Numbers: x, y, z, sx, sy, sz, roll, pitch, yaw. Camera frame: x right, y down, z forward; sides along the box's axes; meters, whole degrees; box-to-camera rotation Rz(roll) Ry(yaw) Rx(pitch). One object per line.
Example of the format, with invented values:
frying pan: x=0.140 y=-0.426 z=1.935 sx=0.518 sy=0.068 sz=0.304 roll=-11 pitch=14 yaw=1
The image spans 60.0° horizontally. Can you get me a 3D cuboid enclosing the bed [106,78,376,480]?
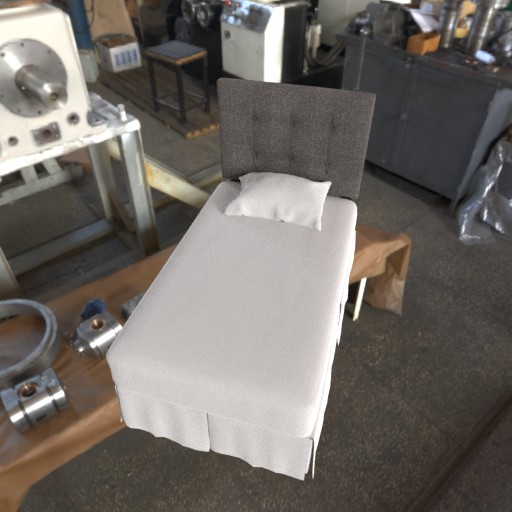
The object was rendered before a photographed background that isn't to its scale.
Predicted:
bed: x=0.000 y=0.000 z=2.916 sx=1.261 sy=1.571 sz=1.997 roll=11 pitch=42 yaw=12
